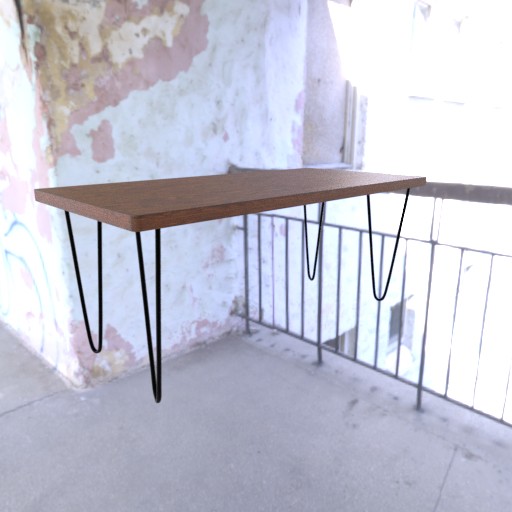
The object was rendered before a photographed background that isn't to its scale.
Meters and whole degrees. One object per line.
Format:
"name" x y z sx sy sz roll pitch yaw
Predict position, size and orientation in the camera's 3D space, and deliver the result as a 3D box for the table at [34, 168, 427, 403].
"table" 0.000 0.000 2.272 1.791 0.753 0.883 -14 21 -41
